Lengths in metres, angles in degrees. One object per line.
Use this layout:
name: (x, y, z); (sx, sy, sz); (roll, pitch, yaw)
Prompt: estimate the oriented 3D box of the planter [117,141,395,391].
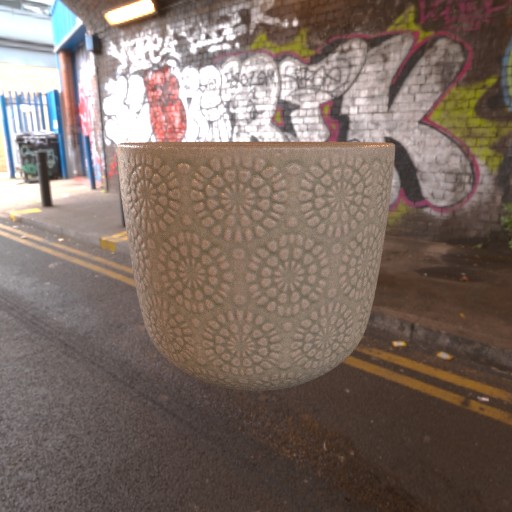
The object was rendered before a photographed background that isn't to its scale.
planter: (0.000, 0.000, 0.219); (0.124, 0.109, 0.124); (0, 15, 0)
